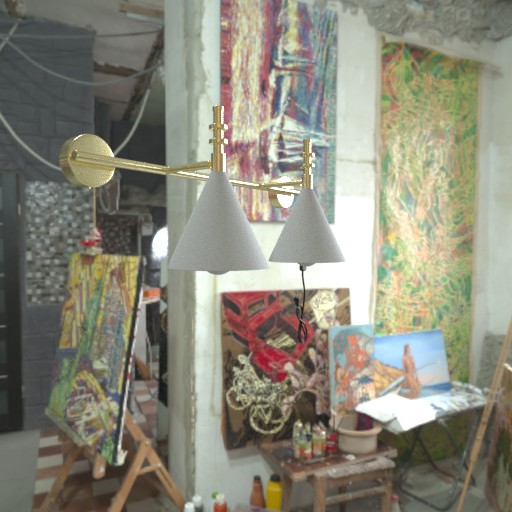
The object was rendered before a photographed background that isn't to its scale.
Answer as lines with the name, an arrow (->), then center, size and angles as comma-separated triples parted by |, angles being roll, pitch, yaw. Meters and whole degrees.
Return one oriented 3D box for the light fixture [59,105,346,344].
light fixture -> 0.000, 0.000, 0.835 | 0.239, 0.468, 0.642 | 1, 2, 36
